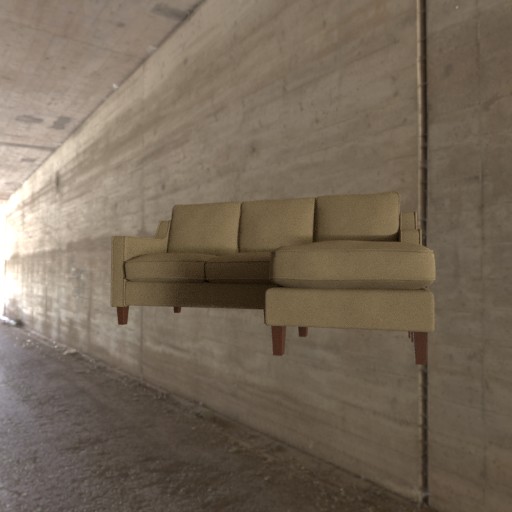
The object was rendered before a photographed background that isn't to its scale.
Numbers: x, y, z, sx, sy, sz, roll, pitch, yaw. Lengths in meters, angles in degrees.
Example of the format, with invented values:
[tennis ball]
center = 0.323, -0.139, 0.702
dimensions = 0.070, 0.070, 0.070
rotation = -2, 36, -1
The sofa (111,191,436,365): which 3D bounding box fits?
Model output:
[sofa]
center = 0.000, 0.000, 3.222
dimensions = 2.317, 1.066, 1.858
rotation = 0, -1, 18
